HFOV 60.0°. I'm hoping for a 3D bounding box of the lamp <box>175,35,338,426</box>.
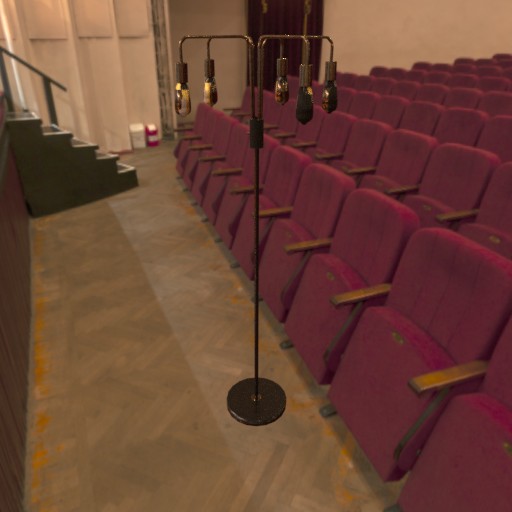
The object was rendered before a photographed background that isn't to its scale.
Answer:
[{"bbox_3d":[0.000,0.000,1.928,0.599,1.721,0.572,-8,27,-16],"label":"lamp"}]
